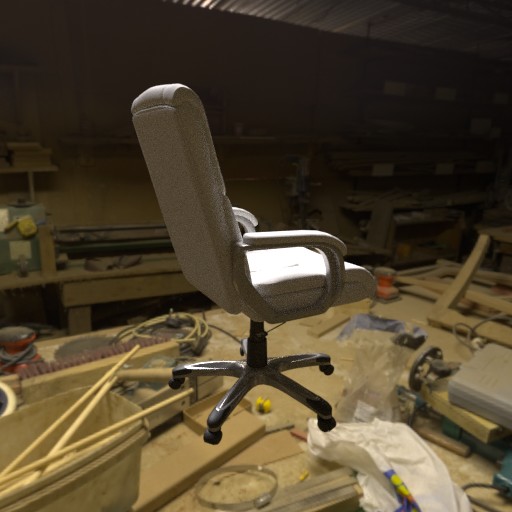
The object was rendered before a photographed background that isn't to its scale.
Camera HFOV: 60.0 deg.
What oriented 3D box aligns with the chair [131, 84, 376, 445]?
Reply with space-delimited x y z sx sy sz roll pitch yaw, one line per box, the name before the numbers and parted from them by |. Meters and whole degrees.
chair | 0.000 0.000 1.610 0.738 1.120 0.687 -7 16 -27
